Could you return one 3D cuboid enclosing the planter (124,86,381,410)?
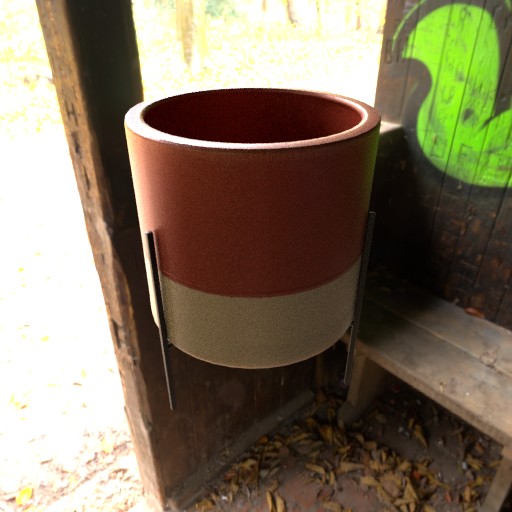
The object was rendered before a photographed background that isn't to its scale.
[{"bbox_3d":[0.000,0.000,0.724,0.354,0.465,0.345,10,33,16],"label":"planter"}]
